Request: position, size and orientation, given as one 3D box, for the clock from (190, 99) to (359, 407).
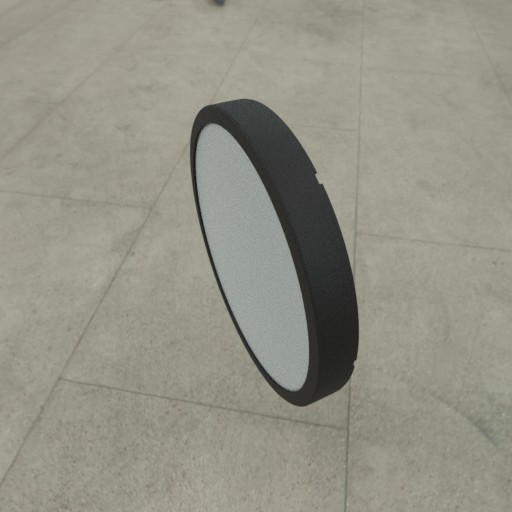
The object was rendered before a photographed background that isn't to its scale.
[{"bbox_3d":[0.000,0.000,0.438,0.040,0.293,0.293,-18,48,-17],"label":"clock"}]
